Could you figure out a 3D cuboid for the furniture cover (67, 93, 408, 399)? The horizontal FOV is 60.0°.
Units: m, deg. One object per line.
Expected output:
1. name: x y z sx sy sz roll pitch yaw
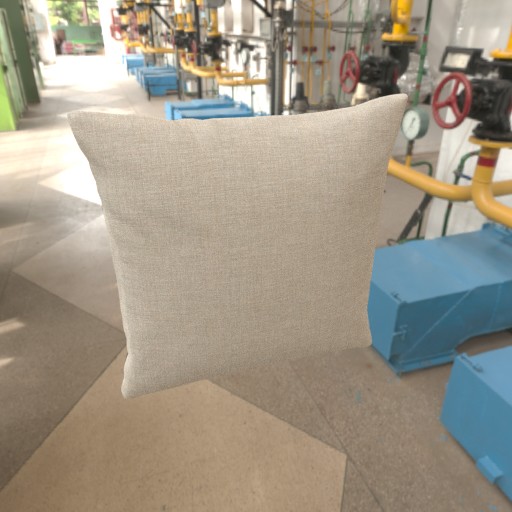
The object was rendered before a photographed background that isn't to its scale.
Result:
1. furniture cover: 0.000 0.000 0.761 0.517 0.508 0.158 -9 28 -16
